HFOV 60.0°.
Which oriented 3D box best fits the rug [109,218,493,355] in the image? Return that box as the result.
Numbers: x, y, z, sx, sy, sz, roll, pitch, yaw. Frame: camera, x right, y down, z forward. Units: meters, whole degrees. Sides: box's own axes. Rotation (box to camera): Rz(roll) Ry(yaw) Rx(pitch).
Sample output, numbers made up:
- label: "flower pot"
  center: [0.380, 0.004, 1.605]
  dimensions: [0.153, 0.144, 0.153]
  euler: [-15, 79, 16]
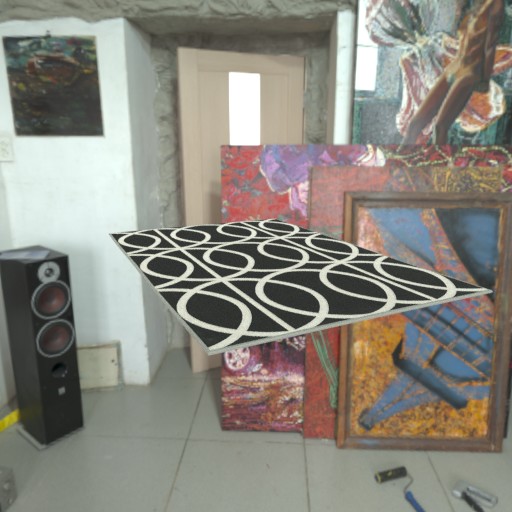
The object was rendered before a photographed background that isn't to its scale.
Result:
- label: "rug"
  center: [0.000, 0.000, 2.887]
  dimensions: [1.526, 0.014, 2.290]
  euler: [-7, 17, -25]
